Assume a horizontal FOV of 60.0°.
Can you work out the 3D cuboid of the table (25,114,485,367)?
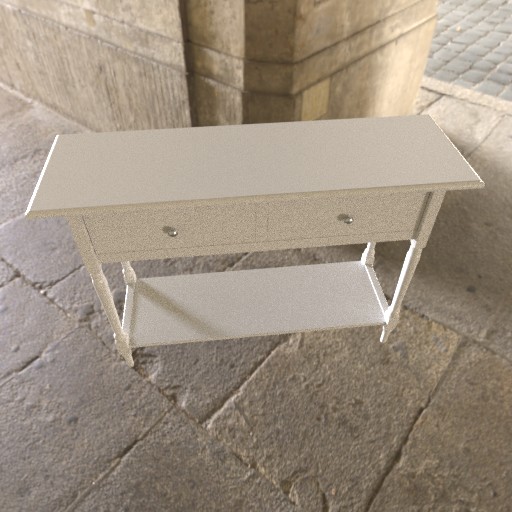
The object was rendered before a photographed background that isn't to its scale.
[{"bbox_3d":[0.000,0.000,1.561,1.197,0.808,0.384,-4,45,-4],"label":"table"}]
